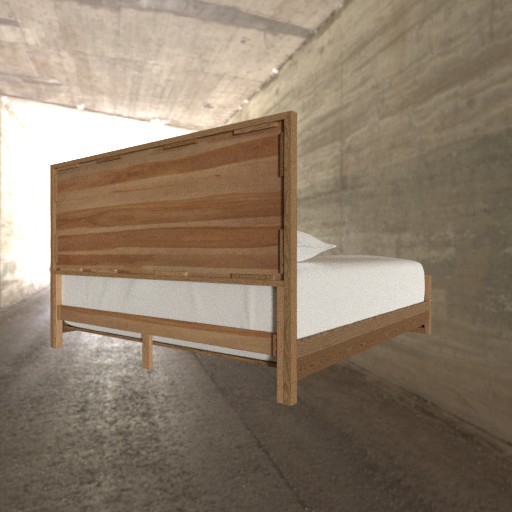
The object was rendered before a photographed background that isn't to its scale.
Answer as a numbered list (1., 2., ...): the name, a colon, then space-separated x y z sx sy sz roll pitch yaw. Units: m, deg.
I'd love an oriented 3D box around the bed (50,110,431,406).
1. bed: 0.000 0.000 3.415 2.013 1.295 2.184 0 1 37
